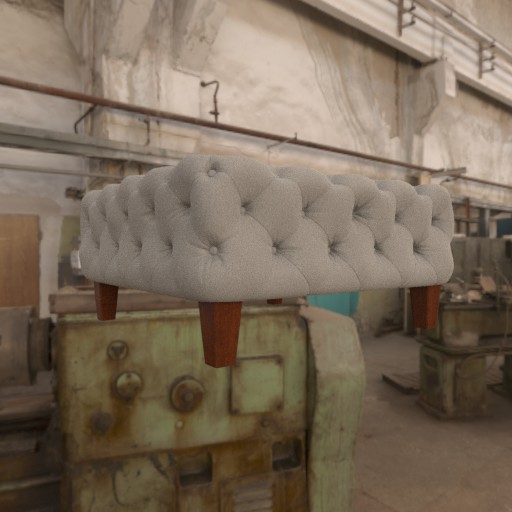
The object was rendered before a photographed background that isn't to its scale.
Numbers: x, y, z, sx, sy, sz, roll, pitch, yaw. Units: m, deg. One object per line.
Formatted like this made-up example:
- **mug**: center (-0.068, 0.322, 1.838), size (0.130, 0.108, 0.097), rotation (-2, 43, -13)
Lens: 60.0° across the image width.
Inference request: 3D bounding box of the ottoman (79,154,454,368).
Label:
- **ottoman**: center (0.000, 0.000, 1.440), size (0.917, 0.439, 0.911), rotation (-1, 1, -36)
